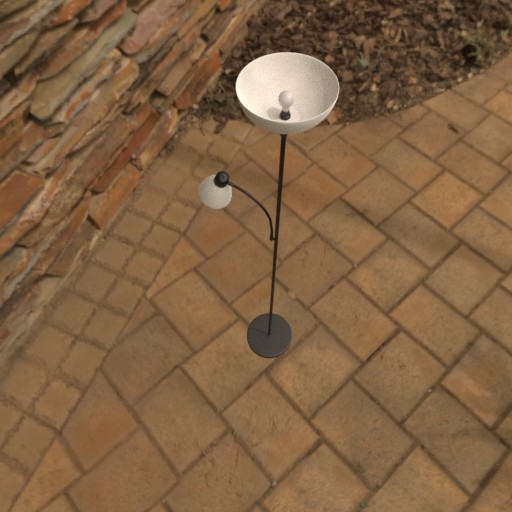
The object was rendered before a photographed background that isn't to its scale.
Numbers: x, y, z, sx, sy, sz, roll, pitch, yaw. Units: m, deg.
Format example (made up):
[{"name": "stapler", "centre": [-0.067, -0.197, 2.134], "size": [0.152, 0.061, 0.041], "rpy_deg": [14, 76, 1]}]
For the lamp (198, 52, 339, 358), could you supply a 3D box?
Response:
[{"name": "lamp", "centre": [0.000, 0.000, 1.925], "size": [0.442, 1.804, 0.279], "rpy_deg": [17, 61, 10]}]
